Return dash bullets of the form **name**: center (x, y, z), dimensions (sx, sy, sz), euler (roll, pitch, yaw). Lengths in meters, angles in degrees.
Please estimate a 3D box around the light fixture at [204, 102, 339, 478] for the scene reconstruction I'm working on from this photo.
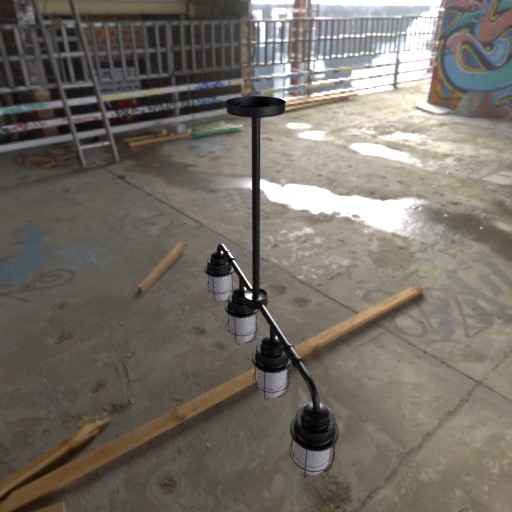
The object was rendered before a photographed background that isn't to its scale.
- **light fixture**: center (0.000, 0.000, 1.173), dimensions (0.131, 0.785, 0.852), euler (-11, 31, -18)
